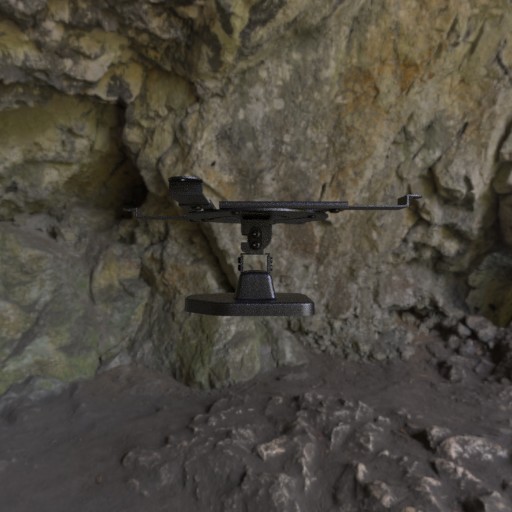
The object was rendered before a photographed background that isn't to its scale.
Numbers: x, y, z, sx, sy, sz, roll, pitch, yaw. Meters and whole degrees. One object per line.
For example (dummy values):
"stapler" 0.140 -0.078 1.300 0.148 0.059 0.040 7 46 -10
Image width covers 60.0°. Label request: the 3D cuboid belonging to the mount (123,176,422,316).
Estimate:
"mount" 0.000 0.000 0.596 0.394 0.141 0.394 0 0 -1
